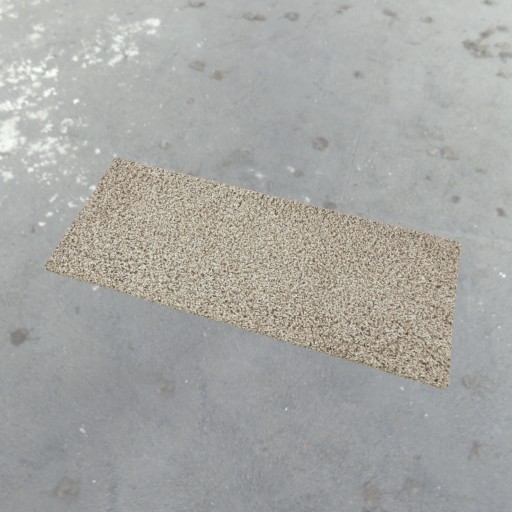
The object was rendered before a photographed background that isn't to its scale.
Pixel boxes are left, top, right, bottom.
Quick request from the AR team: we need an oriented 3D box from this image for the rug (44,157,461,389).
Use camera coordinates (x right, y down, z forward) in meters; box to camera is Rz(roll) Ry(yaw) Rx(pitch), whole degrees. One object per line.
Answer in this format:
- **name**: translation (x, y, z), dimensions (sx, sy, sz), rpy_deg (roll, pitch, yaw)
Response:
- **rug**: translation (0.000, 0.000, 1.738), dimensions (1.524, 0.030, 0.609), rpy_deg (15, 60, 9)
